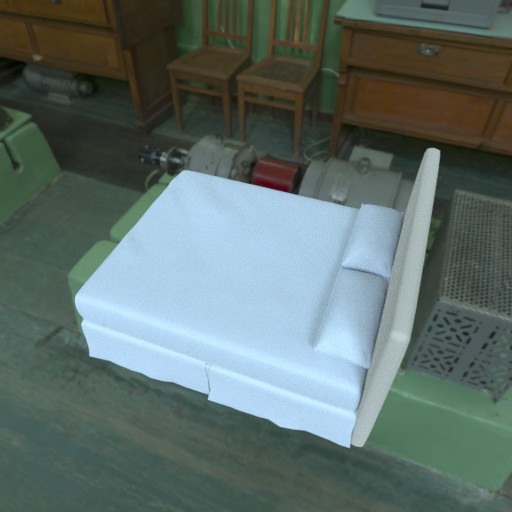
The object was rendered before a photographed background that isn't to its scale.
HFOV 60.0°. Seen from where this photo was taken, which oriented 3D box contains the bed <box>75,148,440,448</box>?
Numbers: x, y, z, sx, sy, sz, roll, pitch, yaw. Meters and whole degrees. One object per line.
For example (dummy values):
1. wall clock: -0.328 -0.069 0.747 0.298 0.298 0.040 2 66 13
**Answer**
1. bed: 0.000 0.000 3.243 2.142 1.330 1.748 15 47 14
